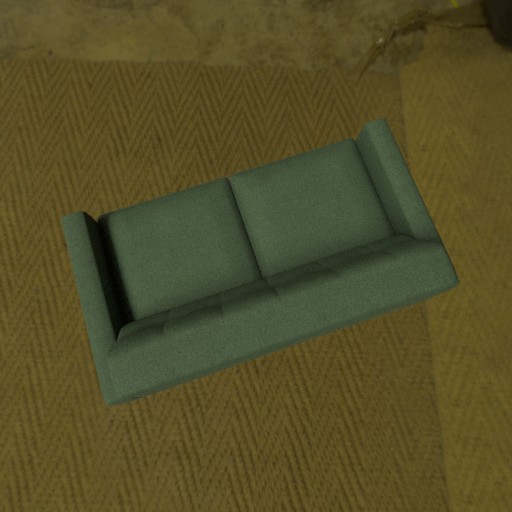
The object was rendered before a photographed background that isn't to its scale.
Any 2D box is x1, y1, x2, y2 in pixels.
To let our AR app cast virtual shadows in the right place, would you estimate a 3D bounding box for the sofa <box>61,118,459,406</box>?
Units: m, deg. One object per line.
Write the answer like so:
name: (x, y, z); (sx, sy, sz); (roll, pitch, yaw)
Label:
sofa: (0.000, 0.000, 2.152); (1.631, 0.841, 0.909); (-18, 76, -5)
